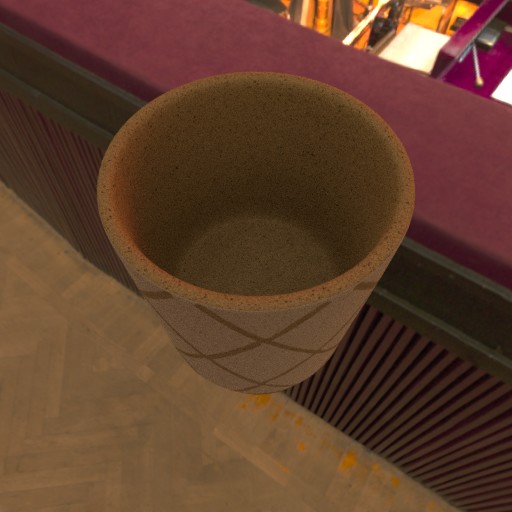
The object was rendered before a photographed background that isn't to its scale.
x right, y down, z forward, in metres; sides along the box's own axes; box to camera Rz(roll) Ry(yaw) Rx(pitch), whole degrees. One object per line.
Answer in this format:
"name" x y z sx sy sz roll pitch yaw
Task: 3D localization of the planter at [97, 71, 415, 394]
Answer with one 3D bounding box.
"planter" 0.000 0.000 0.352 0.191 0.199 0.191 0 58 0
